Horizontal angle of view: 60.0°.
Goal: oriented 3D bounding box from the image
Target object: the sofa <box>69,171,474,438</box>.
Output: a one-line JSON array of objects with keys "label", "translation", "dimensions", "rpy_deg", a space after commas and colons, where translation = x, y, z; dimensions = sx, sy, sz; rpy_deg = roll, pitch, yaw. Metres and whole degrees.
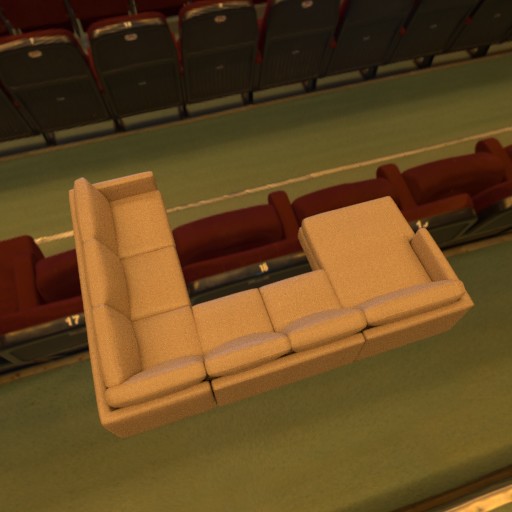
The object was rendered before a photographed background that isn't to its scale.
[{"label": "sofa", "translation": [0.000, 0.000, 4.646], "dimensions": [3.460, 0.961, 2.594], "rpy_deg": [-16, 60, -9]}]
